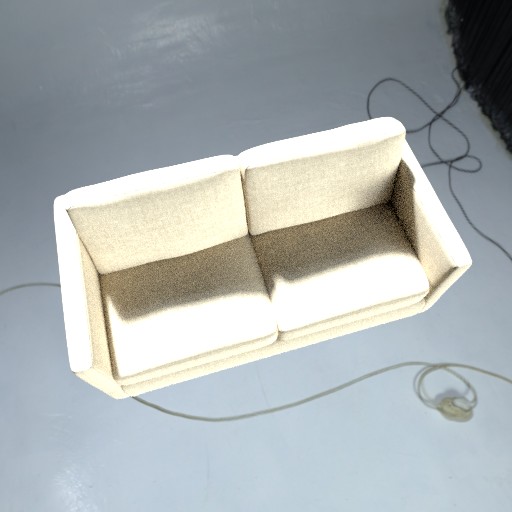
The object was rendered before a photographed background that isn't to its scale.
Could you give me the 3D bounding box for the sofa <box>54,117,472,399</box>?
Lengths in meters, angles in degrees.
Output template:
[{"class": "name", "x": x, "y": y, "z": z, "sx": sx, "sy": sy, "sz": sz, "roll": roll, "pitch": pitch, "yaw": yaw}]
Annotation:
[{"class": "sofa", "x": 0.000, "y": 0.000, "z": 2.382, "sx": 1.884, "sy": 0.963, "sz": 0.950, "roll": -14, "pitch": 64, "yaw": -7}]
